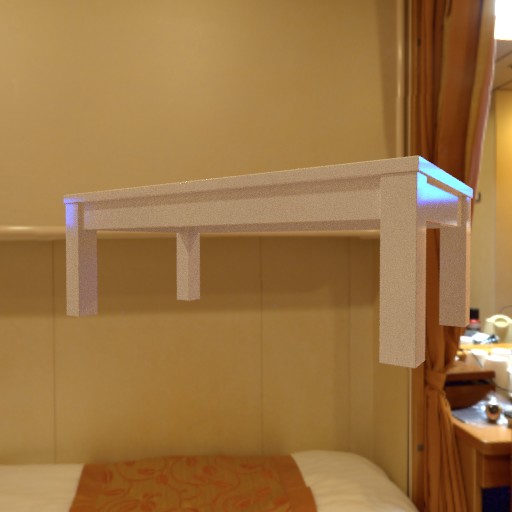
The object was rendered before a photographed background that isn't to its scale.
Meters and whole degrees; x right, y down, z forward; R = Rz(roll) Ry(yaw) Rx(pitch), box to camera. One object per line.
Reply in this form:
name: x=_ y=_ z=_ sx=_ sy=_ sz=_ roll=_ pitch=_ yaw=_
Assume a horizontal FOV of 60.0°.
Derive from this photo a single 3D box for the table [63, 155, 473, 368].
table: x=0.000 y=0.000 z=1.644 sx=1.350 sy=0.470 sz=0.700 roll=1 pitch=2 yaw=35
